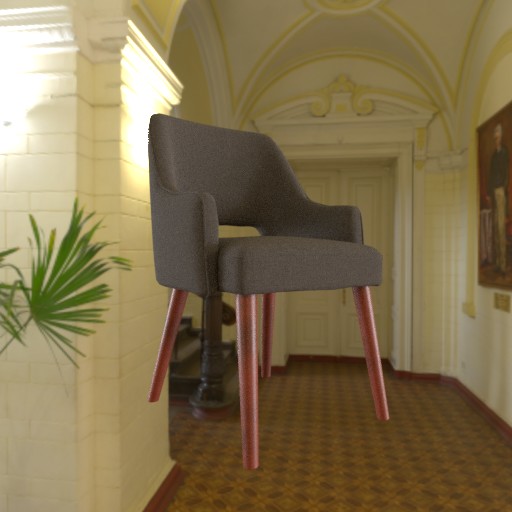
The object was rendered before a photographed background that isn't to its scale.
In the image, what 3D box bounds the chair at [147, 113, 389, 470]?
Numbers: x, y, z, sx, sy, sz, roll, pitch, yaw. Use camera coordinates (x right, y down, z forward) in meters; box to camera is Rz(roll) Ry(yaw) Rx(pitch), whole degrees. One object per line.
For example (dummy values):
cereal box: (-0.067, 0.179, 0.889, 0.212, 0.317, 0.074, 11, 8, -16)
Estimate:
chair: (0.000, 0.000, 1.226, 0.559, 0.838, 0.560, -1, 1, -37)
